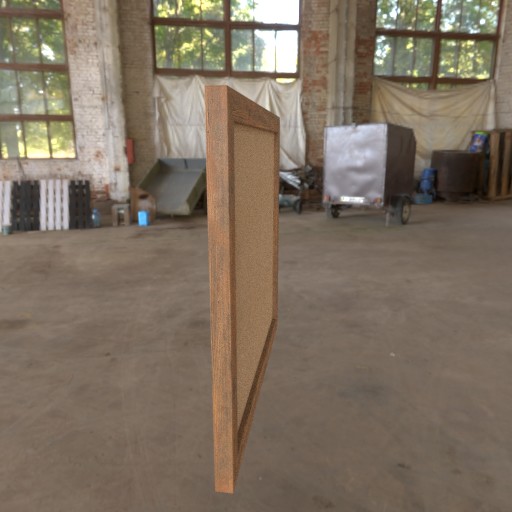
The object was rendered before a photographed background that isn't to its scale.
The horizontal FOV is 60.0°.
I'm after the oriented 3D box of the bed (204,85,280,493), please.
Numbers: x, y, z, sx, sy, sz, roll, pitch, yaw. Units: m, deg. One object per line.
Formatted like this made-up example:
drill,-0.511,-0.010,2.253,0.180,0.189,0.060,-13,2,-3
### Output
bed,0.000,0.000,1.476,0.046,0.942,1.046,2,14,8
